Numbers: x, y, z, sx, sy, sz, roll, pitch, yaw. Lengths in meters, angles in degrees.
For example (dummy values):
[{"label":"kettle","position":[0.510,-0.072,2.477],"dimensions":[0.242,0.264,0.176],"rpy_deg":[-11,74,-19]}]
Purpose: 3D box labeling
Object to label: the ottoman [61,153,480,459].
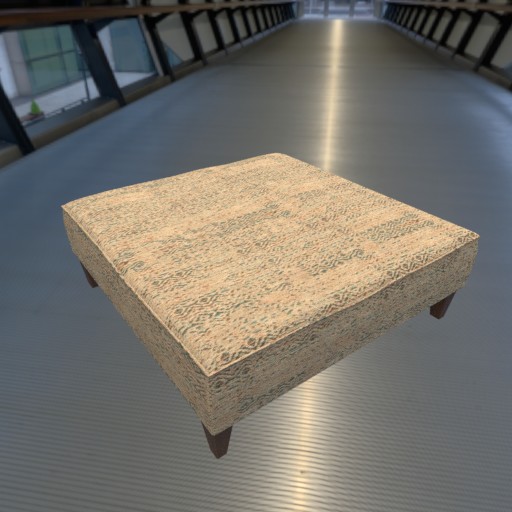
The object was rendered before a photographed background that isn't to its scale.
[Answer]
[{"label":"ottoman","position":[0.000,0.000,1.508],"dimensions":[0.968,0.356,1.004],"rpy_deg":[-21,37,-30]}]
